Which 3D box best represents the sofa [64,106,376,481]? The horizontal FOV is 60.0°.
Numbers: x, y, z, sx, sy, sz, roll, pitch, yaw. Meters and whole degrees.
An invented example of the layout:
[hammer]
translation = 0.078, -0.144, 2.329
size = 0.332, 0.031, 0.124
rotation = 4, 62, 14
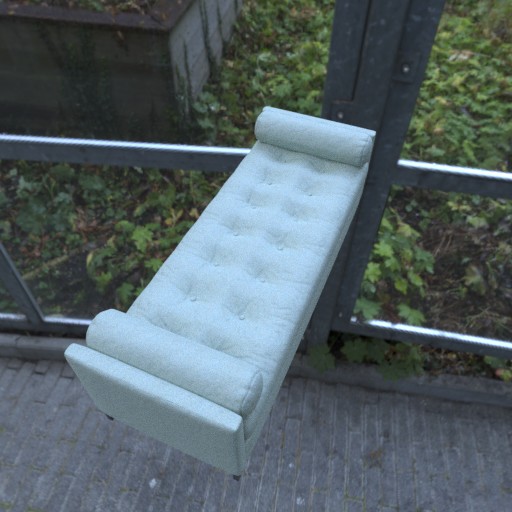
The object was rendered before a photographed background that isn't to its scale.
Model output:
[sofa]
translation = 0.000, 0.000, 2.511
size = 0.796, 0.705, 2.102
rotation = 18, 51, 16
